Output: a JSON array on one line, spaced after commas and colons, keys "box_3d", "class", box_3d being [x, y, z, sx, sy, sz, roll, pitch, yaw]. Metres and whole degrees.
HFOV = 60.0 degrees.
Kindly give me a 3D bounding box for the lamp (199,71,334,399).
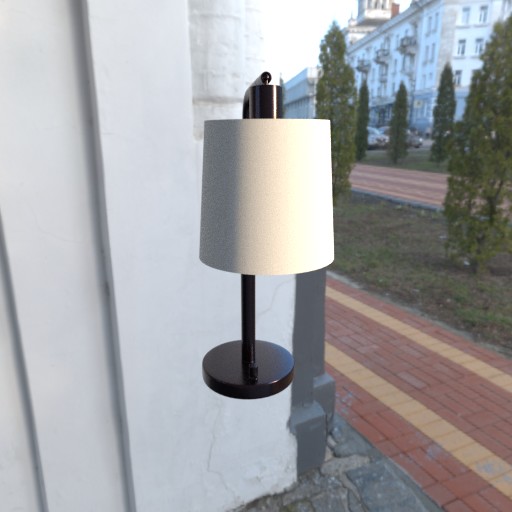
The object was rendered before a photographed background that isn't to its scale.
[{"box_3d": [0.000, 0.000, 0.652, 0.171, 0.489, 0.333, -3, 16, -9], "class": "lamp"}]
